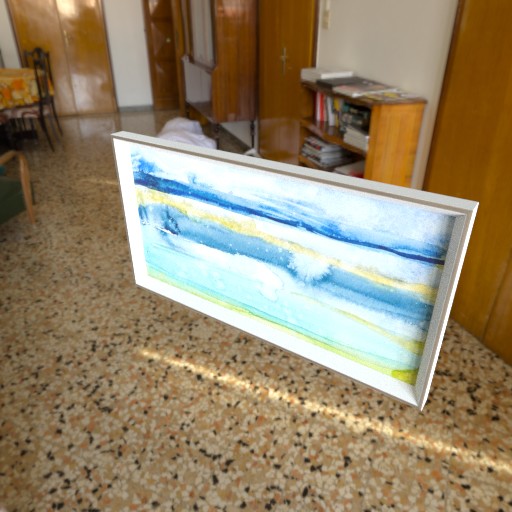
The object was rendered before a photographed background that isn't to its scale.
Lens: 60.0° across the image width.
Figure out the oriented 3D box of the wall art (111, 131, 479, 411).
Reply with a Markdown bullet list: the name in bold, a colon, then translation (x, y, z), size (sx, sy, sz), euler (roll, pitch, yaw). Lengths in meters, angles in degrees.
- **wall art**: translation (0.000, 0.000, 0.981), size (0.812, 0.431, 0.038), euler (18, 34, 29)
